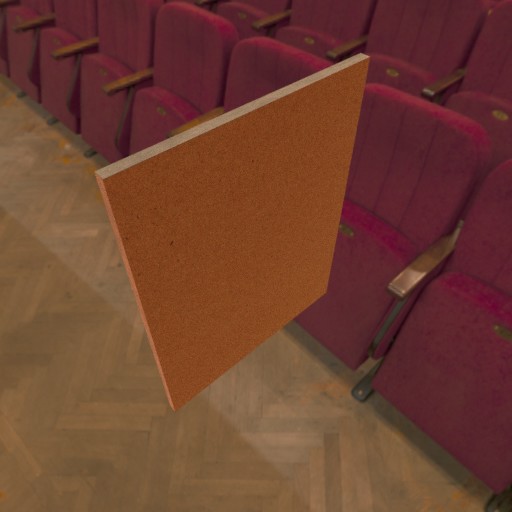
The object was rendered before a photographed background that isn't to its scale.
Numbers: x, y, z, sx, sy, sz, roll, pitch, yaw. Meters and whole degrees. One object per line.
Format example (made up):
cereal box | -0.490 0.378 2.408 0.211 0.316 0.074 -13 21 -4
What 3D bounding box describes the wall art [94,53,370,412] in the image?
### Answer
wall art | 0.000 0.000 0.835 0.481 0.613 0.020 -34 55 -27
